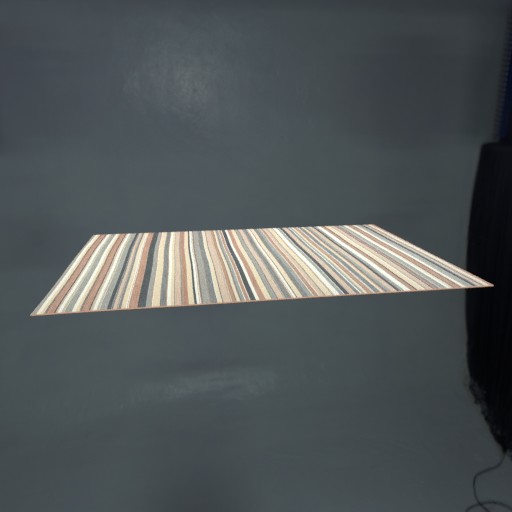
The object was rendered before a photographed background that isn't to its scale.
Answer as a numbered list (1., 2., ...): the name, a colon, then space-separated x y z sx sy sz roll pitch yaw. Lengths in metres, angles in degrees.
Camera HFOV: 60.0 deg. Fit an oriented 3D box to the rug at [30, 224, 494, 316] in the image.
1. rug: 0.000 0.000 2.293 1.829 0.008 1.219 -3 17 -9
